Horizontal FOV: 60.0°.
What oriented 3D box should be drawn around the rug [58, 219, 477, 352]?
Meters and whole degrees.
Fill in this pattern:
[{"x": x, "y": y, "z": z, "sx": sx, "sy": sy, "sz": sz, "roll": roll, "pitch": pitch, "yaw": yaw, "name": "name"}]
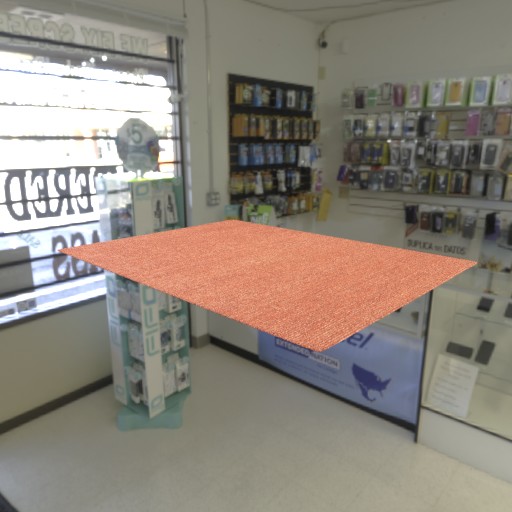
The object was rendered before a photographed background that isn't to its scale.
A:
[{"x": 0.000, "y": 0.000, "z": 2.758, "sx": 2.112, "sy": 0.009, "sz": 1.594, "roll": 14, "pitch": 20, "yaw": 42, "name": "rug"}]
